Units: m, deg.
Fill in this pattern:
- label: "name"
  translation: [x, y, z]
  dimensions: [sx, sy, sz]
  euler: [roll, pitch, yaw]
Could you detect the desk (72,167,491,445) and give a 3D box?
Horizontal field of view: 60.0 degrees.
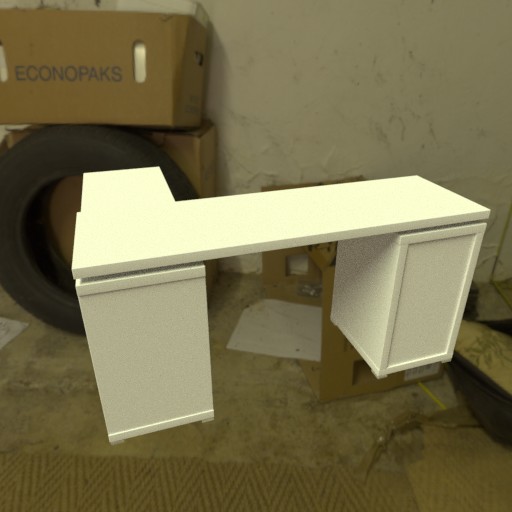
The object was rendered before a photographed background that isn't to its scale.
- label: "desk"
  translation: [0.000, 0.000, 2.187]
  dimensions: [1.524, 0.753, 1.200]
  euler: [-9, 29, -16]
